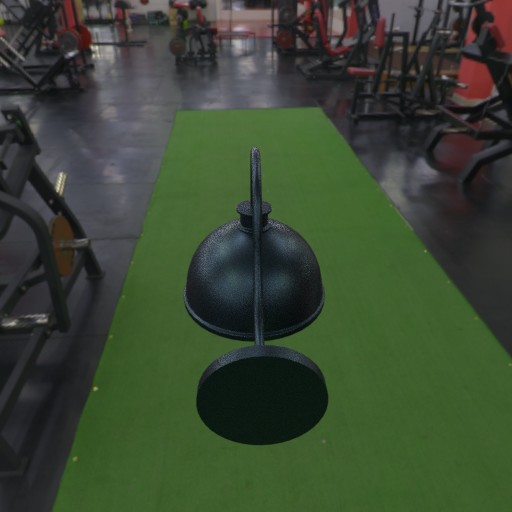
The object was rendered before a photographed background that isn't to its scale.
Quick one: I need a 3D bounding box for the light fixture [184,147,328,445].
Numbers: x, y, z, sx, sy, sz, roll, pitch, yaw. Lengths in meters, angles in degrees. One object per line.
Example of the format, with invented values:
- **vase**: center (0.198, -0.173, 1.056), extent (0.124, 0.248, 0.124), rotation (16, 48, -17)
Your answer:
- **light fixture**: center (0.000, 0.000, 0.636), extent (0.253, 0.295, 0.467), rotation (-1, 32, -1)
